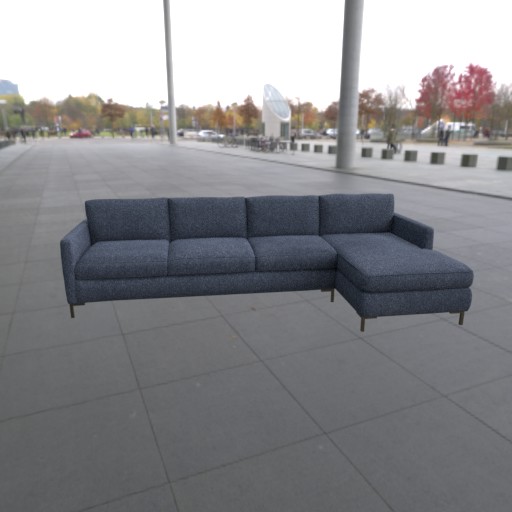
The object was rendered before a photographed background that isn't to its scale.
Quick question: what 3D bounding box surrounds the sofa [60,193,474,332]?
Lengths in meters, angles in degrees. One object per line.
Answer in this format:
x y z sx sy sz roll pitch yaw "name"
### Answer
0.000 0.000 3.520 2.932 0.810 1.350 -2 16 -8 "sofa"
